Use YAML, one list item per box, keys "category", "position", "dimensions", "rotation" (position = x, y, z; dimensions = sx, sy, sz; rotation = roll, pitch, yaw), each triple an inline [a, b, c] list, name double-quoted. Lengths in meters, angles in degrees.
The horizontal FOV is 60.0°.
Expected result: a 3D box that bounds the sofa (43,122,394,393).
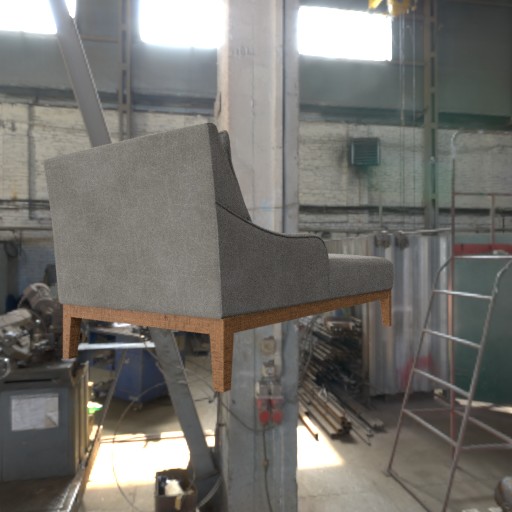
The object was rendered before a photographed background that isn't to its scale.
- category: "sofa"
  position: [0.000, 0.000, 2.277]
  dimensions: [0.894, 0.859, 1.779]
  rotation: [0, 0, 34]
